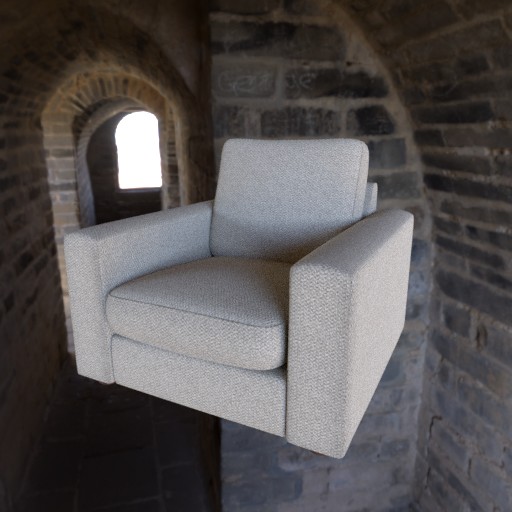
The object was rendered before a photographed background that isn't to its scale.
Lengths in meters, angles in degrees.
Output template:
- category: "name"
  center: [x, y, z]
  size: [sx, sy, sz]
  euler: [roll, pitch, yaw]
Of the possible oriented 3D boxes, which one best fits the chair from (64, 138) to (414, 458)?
- category: "chair"
  center: [0.000, 0.000, 1.702]
  size: [1.005, 0.873, 1.016]
  euler: [7, 16, 26]
